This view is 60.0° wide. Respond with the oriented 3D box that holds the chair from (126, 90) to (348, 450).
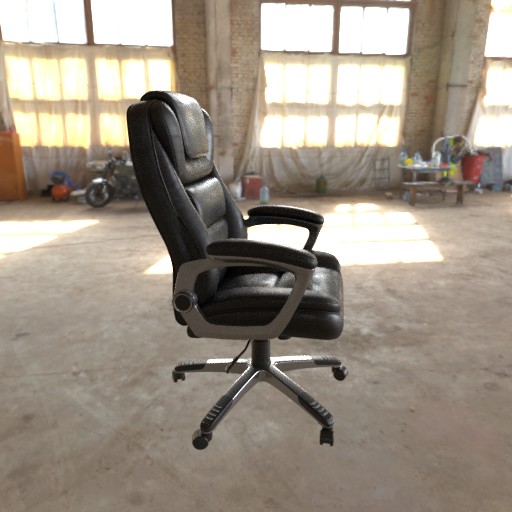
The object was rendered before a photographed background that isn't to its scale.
[{"bbox_3d":[0.000,0.000,1.531,0.689,1.075,0.697,3,16,10],"label":"chair"}]
